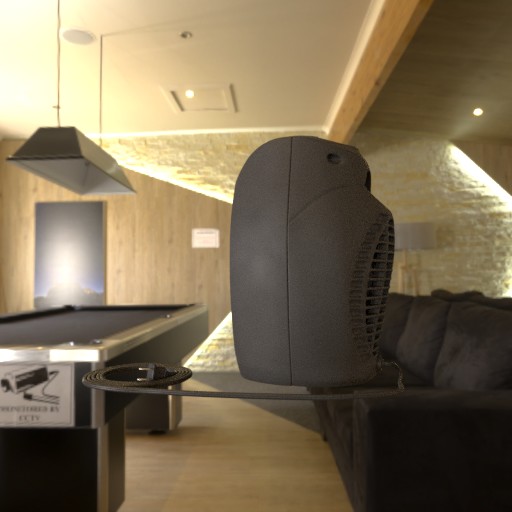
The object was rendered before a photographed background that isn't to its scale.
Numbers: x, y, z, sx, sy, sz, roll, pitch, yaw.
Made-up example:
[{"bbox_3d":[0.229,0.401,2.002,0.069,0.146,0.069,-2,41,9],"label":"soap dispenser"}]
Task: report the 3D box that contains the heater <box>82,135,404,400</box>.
[{"bbox_3d":[0.000,0.000,0.465,0.291,0.240,0.239,-1,-2,18],"label":"heater"}]
